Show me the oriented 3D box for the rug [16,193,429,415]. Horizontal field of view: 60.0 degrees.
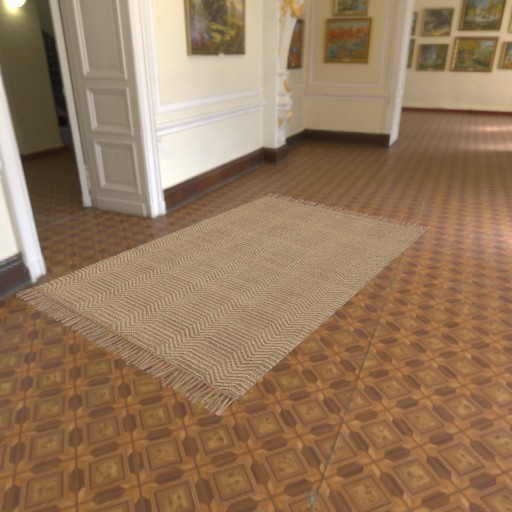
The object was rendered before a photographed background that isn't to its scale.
[{"bbox_3d":[0.000,0.000,2.987,1.528,0.034,2.523,17,30,33],"label":"rug"}]
